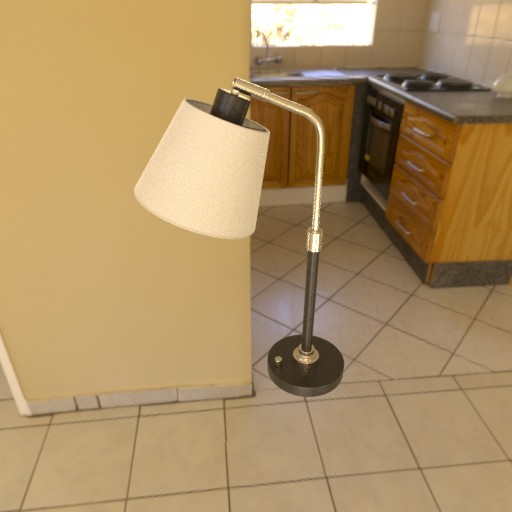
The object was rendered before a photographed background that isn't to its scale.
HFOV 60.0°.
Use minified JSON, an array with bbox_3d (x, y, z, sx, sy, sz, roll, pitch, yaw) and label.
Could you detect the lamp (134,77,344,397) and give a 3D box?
[{"bbox_3d":[0.000,0.000,0.712,0.348,0.539,0.181,-8,31,-14],"label":"lamp"}]
